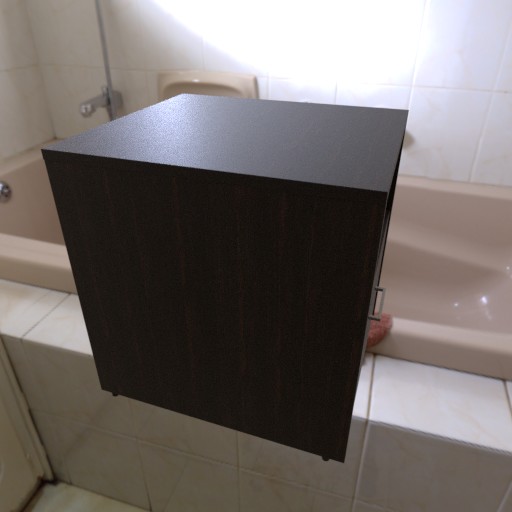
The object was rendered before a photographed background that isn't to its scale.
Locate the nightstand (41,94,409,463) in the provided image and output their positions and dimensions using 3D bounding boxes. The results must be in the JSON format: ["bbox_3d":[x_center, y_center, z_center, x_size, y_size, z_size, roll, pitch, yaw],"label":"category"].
[{"bbox_3d":[0.000,0.000,0.797,0.461,0.460,0.400,10,32,17],"label":"nightstand"}]
